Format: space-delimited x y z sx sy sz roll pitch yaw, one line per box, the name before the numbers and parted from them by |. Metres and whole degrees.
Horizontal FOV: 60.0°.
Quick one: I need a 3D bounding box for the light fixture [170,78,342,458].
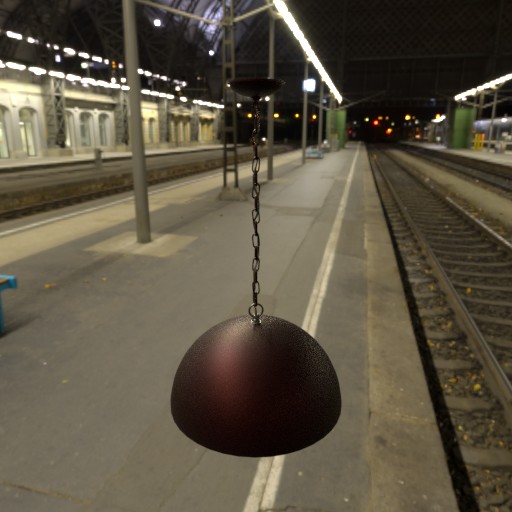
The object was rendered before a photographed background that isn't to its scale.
light fixture | 0.000 0.000 1.182 0.492 0.869 0.492 -2 16 -8
